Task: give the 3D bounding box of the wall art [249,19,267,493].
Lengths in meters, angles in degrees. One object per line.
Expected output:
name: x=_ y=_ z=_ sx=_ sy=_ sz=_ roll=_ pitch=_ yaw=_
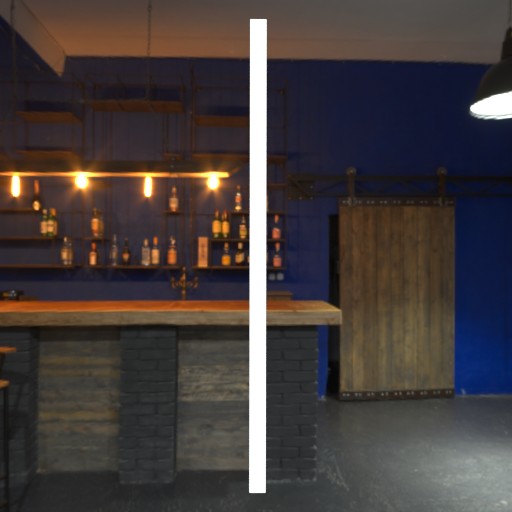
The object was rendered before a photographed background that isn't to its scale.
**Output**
wall art: x=0.000 y=0.000 z=1.380 sx=0.039 sy=1.050 sz=0.795 roll=0 pitch=0 yaw=-1
